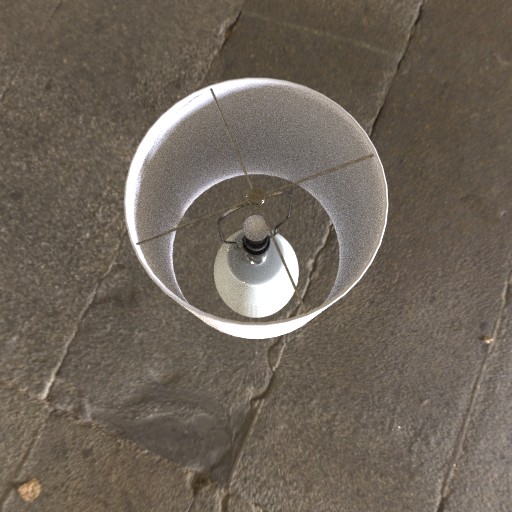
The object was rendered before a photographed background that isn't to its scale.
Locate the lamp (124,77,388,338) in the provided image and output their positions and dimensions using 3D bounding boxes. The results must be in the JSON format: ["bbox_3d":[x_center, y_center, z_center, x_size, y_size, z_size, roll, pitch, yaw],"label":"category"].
[{"bbox_3d":[0.000,0.000,0.584,0.217,0.453,0.217,-21,78,-5],"label":"lamp"}]
